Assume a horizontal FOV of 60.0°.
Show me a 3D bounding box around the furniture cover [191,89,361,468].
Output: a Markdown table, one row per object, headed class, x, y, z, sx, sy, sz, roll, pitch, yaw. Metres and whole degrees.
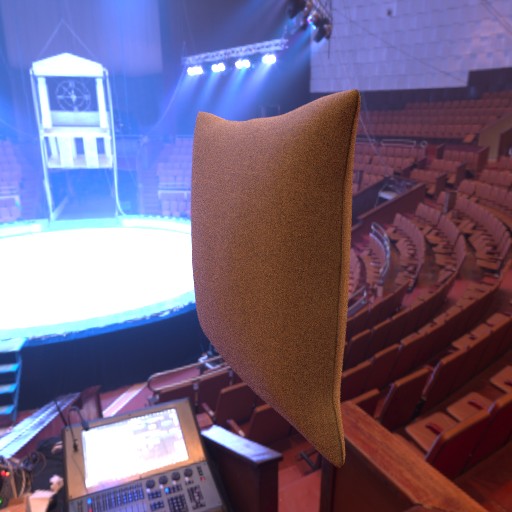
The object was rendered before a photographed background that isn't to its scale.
| class | x | y | z | sx | sy | sz | roll | pitch | yaw |
| --- | --- | --- | --- | --- | --- | --- | --- | --- | --- |
| furniture cover | 0.000 | 0.000 | 0.777 | 0.178 | 0.506 | 0.512 | -8 | 17 | -27 |
